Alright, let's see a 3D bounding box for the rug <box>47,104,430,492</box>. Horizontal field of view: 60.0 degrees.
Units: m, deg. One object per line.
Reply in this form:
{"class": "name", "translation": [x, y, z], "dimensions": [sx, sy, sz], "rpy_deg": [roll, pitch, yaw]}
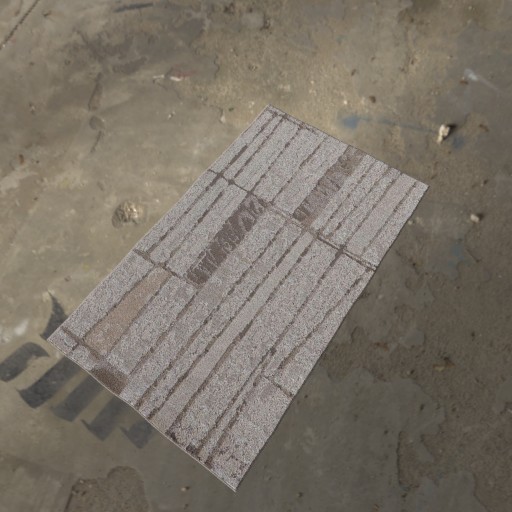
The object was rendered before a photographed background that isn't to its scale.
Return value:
{"class": "rug", "translation": [0.000, 0.000, 1.065], "dimensions": [0.515, 0.007, 0.867], "rpy_deg": [32, 67, 15]}
